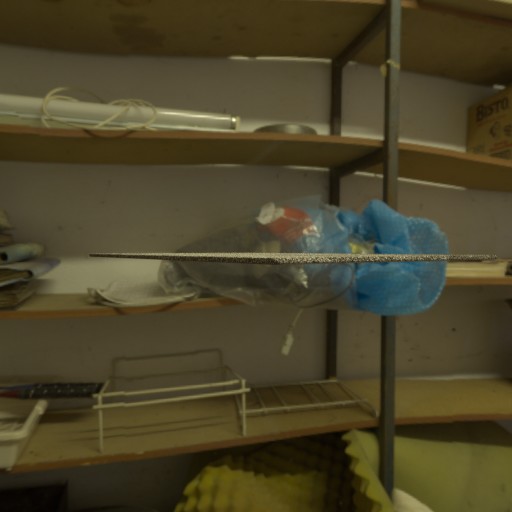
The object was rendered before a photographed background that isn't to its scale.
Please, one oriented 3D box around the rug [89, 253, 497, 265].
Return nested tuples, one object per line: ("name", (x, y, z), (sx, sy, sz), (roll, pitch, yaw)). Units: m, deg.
("rug", (0.000, 0.000, 2.894), (1.501, 0.025, 2.352), (-1, 1, -35))
